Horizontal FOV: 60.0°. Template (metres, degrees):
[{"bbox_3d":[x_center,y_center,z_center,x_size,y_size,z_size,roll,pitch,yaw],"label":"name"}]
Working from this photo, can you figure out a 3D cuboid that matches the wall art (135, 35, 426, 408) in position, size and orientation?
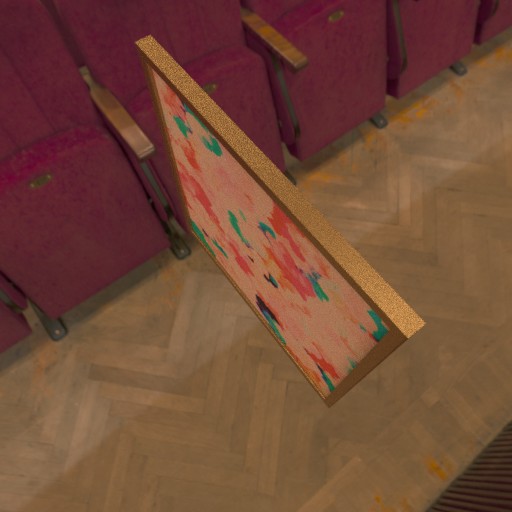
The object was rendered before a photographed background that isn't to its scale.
[{"bbox_3d":[0.000,0.000,1.111,0.036,0.765,0.767,-34,69,-15],"label":"wall art"}]
